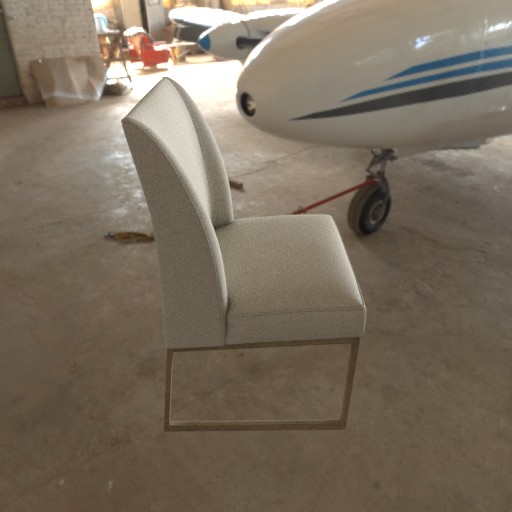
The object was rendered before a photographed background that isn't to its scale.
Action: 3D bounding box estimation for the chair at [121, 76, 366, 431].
[{"bbox_3d":[0.000,0.000,1.224,0.522,0.863,0.508,0,31,-1],"label":"chair"}]
